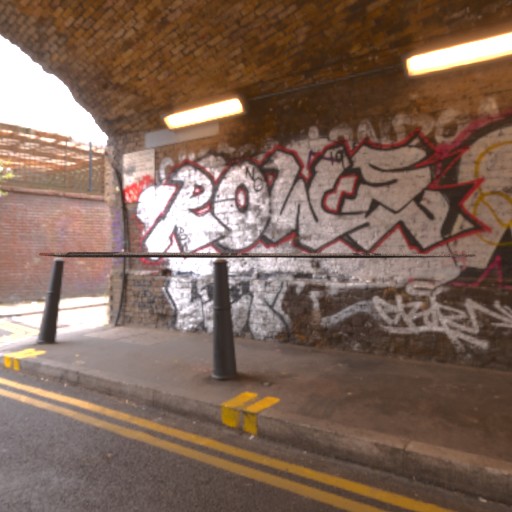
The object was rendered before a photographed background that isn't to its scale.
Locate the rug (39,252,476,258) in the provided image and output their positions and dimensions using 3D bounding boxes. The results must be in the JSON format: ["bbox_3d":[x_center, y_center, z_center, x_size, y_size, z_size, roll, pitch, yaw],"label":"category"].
[{"bbox_3d":[0.000,0.000,2.943,2.446,0.017,1.530,0,-1,-17],"label":"rug"}]
